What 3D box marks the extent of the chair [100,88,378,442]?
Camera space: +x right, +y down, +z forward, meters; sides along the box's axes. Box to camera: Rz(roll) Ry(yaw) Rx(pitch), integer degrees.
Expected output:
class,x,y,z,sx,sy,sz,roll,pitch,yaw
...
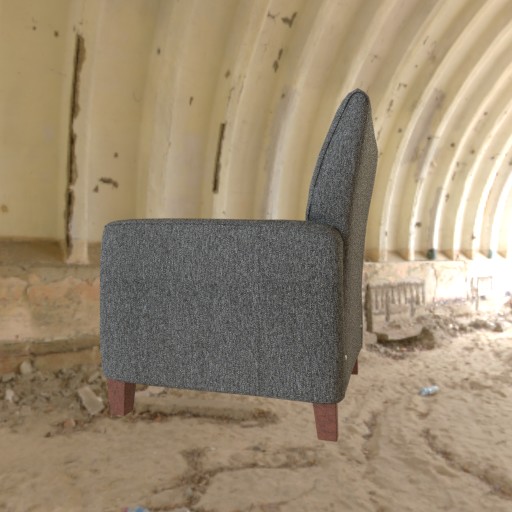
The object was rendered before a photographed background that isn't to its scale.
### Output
class,x,y,z,sx,sy,sz,roll,pitch,yaw
chair,0.000,0.000,1.663,0.864,1.014,0.848,0,0,17
